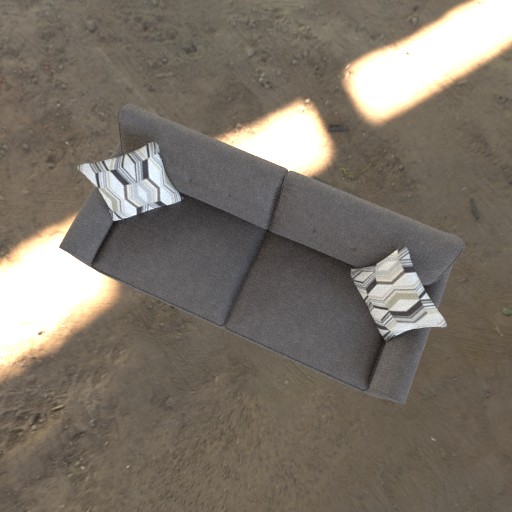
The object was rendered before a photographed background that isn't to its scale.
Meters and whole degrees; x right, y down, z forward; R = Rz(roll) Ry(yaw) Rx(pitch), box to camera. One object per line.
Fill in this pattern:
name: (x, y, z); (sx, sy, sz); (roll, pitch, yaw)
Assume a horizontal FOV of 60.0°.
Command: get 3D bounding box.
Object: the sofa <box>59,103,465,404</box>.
sofa: (0.000, 0.000, 2.521); (2.032, 0.813, 0.889); (23, 77, 6)
